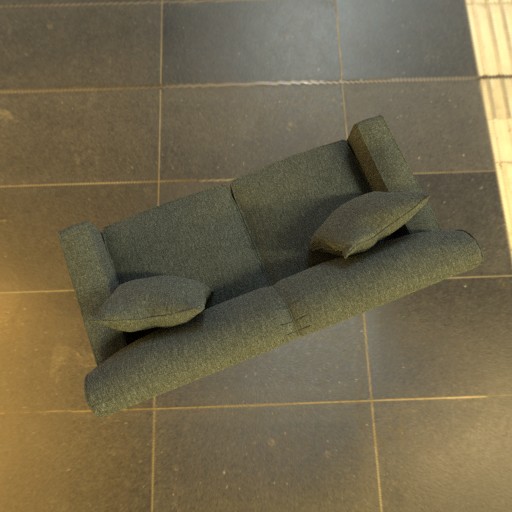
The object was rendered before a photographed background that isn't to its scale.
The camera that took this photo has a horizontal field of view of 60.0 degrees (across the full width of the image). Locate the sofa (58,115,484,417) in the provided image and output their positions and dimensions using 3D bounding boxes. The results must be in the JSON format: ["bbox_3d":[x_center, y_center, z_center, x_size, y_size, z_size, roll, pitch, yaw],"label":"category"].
[{"bbox_3d":[0.000,0.000,2.396,1.846,0.958,0.998,-21,77,-5],"label":"sofa"}]
